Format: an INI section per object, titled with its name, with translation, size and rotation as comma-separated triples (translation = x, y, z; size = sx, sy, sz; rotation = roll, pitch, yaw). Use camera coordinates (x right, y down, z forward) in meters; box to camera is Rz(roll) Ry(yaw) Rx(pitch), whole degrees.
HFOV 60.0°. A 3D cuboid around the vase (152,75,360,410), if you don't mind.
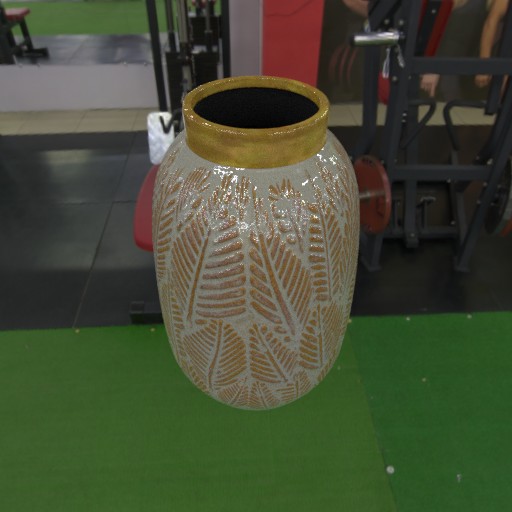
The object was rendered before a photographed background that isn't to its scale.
[vase]
translation = 0.000, 0.000, 0.378
size = 0.172, 0.270, 0.172
rotation = 0, 41, 0
